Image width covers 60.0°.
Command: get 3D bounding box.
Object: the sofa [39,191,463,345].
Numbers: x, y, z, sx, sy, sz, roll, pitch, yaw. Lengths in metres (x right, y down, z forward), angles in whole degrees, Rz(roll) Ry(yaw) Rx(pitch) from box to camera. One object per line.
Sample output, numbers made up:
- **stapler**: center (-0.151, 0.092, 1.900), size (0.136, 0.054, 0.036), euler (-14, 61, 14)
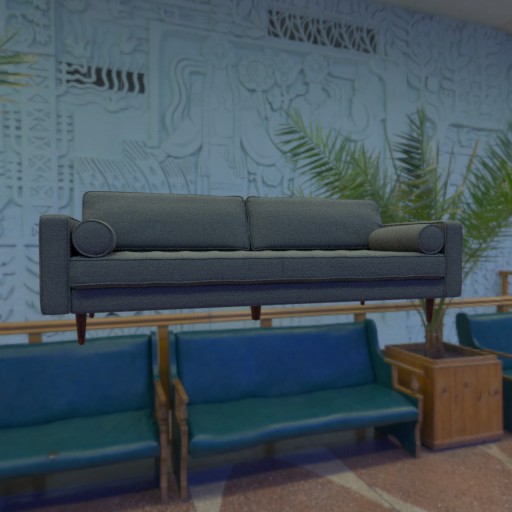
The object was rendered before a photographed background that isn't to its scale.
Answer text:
- **sofa**: center (0.000, 0.000, 2.606), size (2.198, 0.762, 0.914), euler (-1, 2, -17)
